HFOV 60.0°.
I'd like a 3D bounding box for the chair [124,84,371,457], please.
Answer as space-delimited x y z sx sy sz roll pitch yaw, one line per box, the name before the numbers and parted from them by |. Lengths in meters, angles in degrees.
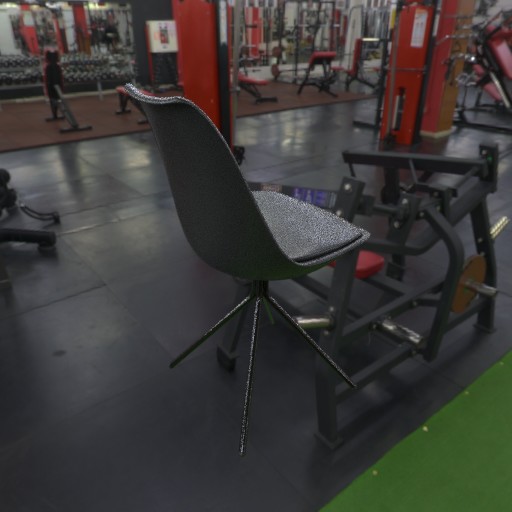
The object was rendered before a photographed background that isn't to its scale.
chair | 0.000 0.000 1.151 0.525 0.850 0.461 -18 33 -31
